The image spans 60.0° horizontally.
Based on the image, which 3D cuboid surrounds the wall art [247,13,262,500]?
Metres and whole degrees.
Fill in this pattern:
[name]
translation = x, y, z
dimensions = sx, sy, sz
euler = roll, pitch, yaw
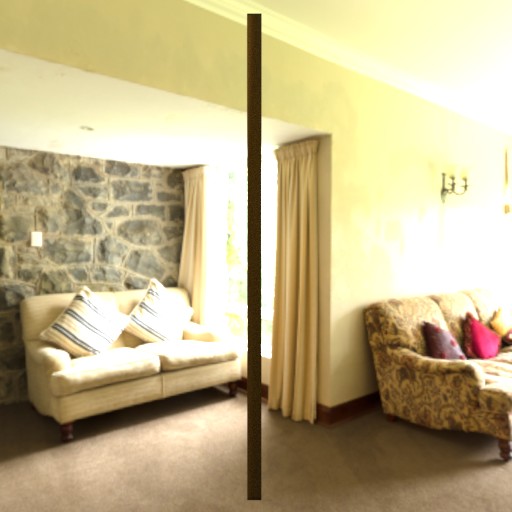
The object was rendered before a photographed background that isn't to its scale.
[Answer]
[wall art]
translation = 0.000, 0.000, 0.544
dimensions = 0.013, 0.431, 0.303
euler = 0, 1, 1
